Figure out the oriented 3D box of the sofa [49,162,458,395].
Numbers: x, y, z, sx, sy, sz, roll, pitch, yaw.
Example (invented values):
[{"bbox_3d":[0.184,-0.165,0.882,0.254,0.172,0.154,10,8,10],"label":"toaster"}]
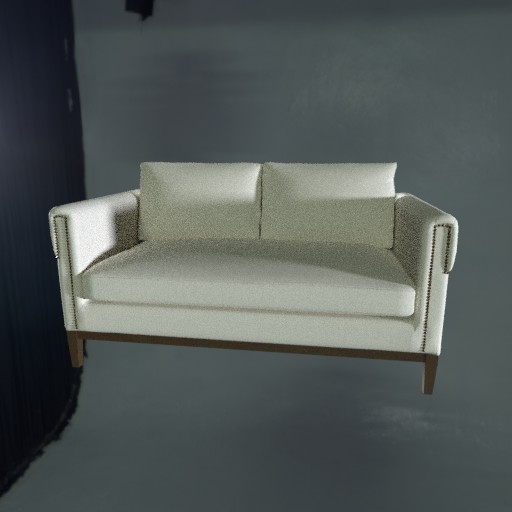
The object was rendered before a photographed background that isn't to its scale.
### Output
[{"bbox_3d":[0.000,0.000,2.134,1.598,0.873,0.905,2,14,8],"label":"sofa"}]
